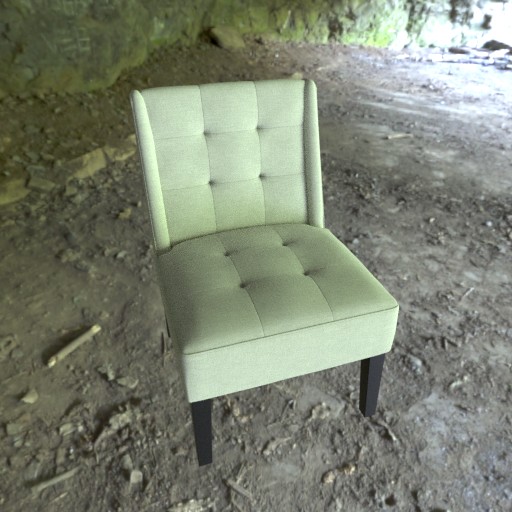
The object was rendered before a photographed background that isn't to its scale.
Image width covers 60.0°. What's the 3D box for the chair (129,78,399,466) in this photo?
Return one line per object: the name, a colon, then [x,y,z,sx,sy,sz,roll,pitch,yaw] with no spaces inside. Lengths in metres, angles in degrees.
chair: [0.000,0.000,1.295,0.569,0.853,0.676,-10,34,-15]
